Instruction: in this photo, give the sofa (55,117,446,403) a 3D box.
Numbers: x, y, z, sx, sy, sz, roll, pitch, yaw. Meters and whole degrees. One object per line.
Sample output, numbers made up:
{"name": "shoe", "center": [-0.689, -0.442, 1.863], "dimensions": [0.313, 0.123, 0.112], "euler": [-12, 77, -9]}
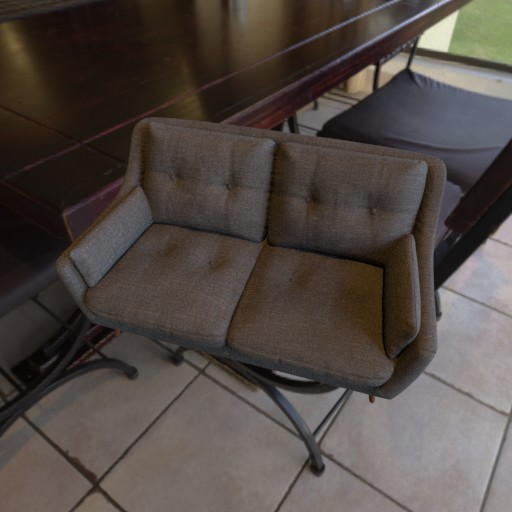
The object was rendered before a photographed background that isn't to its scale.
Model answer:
{"name": "sofa", "center": [0.000, 0.000, 2.162], "dimensions": [1.646, 0.887, 0.976], "euler": [11, 43, 13]}
